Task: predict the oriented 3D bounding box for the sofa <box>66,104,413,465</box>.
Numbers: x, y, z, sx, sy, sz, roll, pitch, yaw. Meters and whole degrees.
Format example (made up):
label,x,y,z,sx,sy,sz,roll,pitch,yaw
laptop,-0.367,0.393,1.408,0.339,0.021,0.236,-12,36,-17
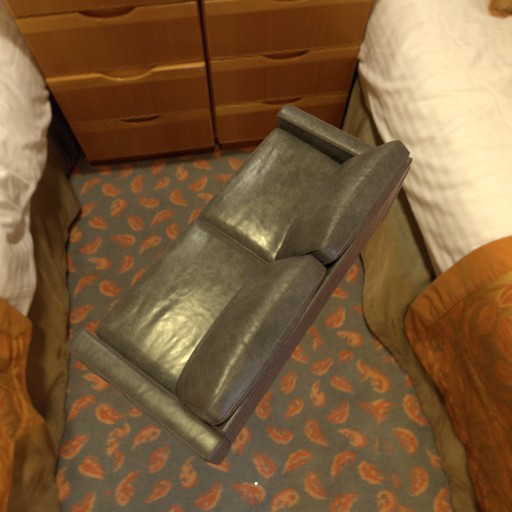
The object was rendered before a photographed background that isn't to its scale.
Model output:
label,x,y,z,sx,sy,sz,roll,pitch,yaw
sofa,0.000,0.000,2.596,0.939,0.916,2.081,32,67,15
